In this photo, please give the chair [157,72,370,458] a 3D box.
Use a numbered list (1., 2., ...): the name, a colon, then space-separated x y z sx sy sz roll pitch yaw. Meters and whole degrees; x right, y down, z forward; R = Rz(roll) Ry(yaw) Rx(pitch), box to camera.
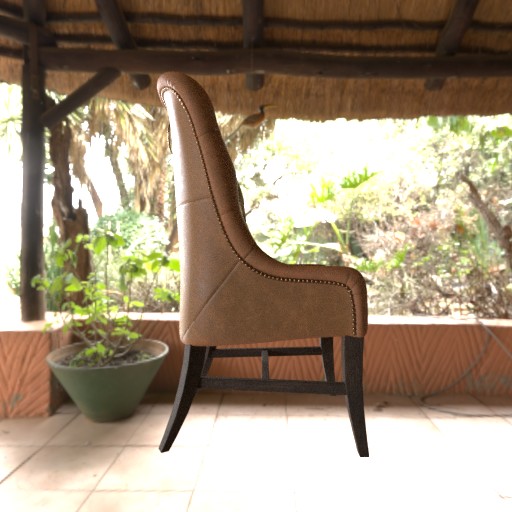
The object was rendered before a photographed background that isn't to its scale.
1. chair: 0.000 0.000 1.490 0.629 1.091 0.634 0 0 1
